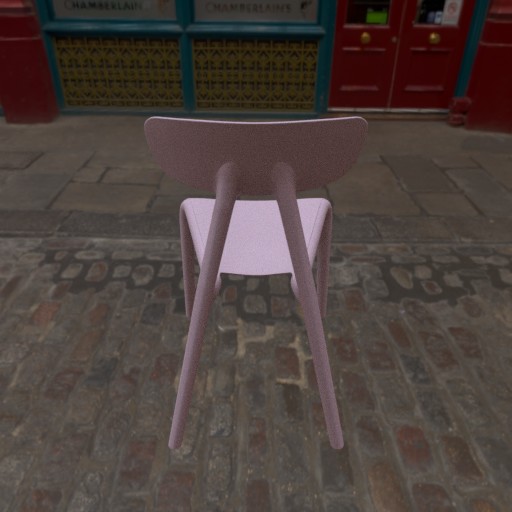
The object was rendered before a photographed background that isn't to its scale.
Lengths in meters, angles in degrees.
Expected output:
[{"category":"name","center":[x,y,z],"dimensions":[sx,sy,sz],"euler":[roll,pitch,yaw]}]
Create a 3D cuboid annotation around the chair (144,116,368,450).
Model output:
[{"category":"chair","center":[0.000,0.000,0.825],"dimensions":[0.356,0.580,0.401],"euler":[0,31,0]}]
